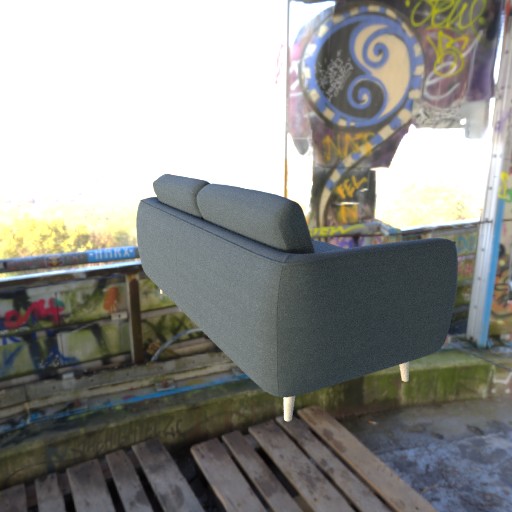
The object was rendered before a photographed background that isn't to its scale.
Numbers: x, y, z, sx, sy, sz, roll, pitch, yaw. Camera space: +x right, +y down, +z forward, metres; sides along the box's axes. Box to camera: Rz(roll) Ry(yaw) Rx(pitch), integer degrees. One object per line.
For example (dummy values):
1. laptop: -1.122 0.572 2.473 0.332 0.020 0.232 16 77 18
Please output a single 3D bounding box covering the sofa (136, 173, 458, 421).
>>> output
1. sofa: 0.000 0.000 2.477 0.920 0.850 2.000 -8 16 -27
